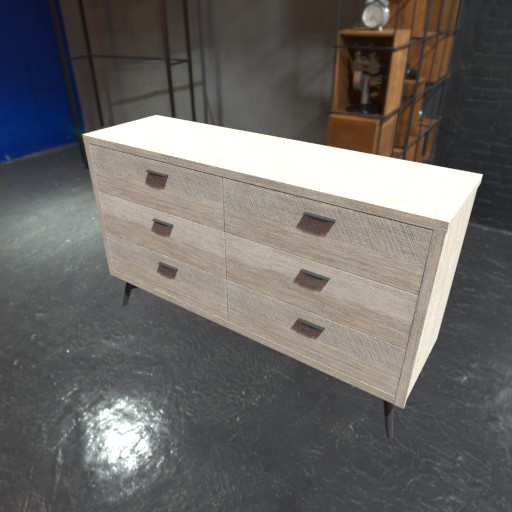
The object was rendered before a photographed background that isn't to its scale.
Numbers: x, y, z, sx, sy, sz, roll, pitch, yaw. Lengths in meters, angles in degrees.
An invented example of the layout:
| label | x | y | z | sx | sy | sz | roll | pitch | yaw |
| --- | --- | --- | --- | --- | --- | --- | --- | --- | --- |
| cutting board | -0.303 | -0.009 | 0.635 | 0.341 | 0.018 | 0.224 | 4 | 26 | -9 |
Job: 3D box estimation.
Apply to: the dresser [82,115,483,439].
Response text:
| label | x | y | z | sx | sy | sz | roll | pitch | yaw |
| --- | --- | --- | --- | --- | --- | --- | --- | --- | --- |
| dresser | 0.000 | 0.000 | 1.920 | 1.524 | 0.914 | 0.457 | 19 | 35 | 29 |
